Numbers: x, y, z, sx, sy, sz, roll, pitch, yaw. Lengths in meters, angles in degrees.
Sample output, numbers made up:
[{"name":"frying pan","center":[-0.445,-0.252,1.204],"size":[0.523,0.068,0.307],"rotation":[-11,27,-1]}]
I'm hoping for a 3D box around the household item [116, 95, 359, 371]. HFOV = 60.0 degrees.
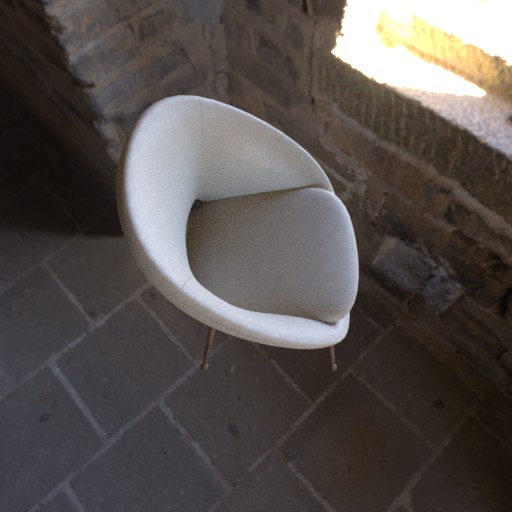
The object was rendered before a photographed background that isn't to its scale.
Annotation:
[{"name":"household item","center":[0.000,0.000,1.271],"size":[0.573,0.852,0.623],"rotation":[0,62,0]}]
